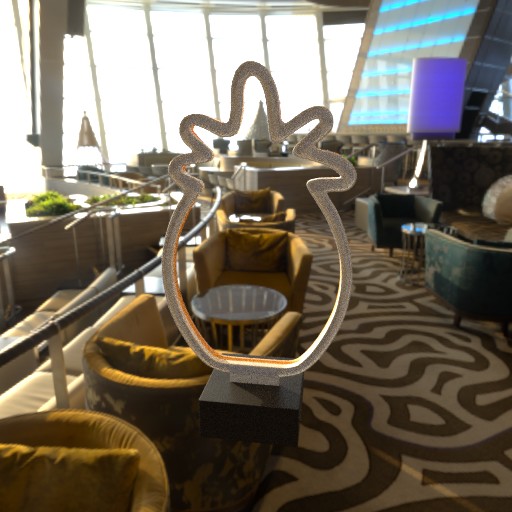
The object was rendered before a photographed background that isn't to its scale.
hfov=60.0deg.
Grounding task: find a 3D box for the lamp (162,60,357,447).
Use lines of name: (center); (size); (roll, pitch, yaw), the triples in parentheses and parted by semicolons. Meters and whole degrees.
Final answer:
lamp: (0.000, 0.000, 0.392); (0.167, 0.317, 0.088); (2, 16, 9)
